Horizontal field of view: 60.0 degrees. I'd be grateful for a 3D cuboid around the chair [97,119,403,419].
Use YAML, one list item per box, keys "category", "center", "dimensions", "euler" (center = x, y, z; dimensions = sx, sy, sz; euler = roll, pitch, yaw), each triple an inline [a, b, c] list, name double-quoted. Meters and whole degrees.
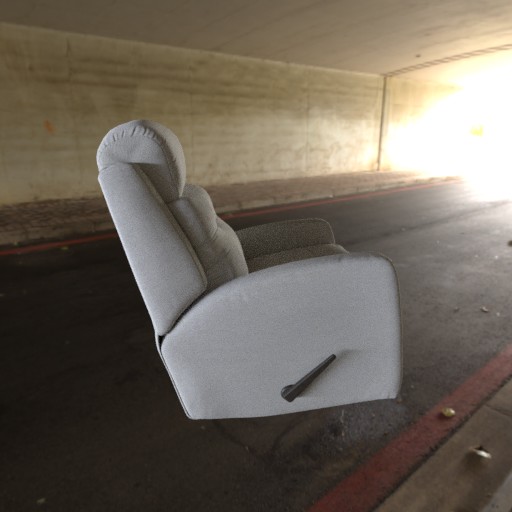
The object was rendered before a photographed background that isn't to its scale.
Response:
- category: "chair"
  center: [0.000, 0.000, 1.729]
  dimensions: [1.043, 1.013, 0.798]
  euler: [-3, 16, -10]
